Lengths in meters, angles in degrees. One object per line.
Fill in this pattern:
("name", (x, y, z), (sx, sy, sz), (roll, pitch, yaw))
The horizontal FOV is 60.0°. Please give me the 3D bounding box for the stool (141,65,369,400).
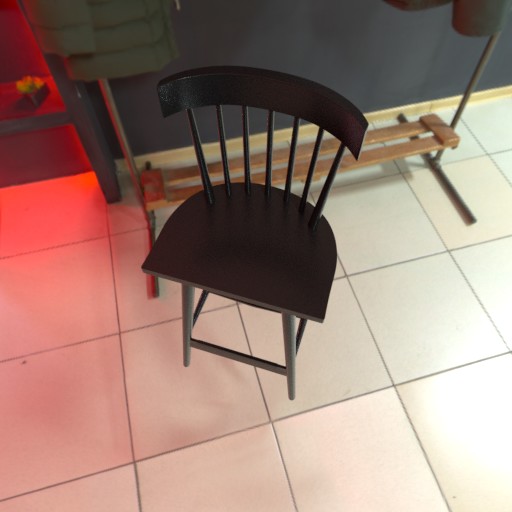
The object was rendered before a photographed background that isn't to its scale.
("stool", (0.000, 0.000, 1.350), (0.482, 1.092, 0.483), (15, 59, 9))
